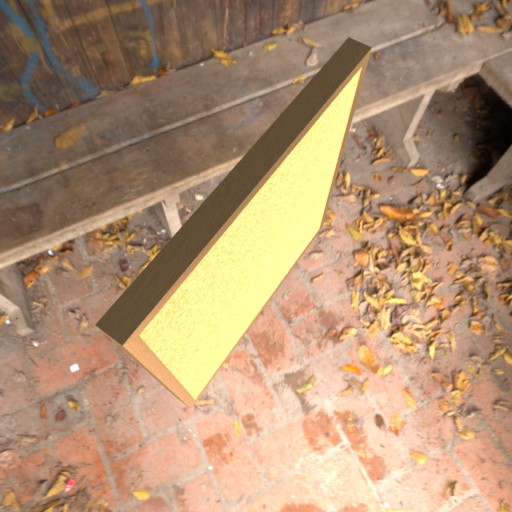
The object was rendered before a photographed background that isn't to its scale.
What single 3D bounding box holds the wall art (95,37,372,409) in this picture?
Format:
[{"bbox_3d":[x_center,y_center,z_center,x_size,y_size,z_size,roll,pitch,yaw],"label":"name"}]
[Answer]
[{"bbox_3d":[0.000,0.000,0.758,0.037,0.509,0.510,32,68,14],"label":"wall art"}]
